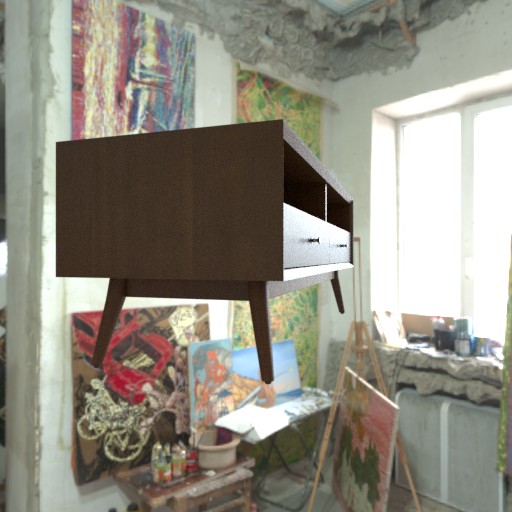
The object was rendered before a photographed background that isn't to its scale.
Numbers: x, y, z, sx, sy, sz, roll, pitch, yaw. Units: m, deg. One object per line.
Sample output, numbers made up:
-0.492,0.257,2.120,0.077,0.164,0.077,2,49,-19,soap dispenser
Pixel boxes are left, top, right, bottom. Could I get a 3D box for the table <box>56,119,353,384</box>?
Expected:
0.000,0.000,1.358,0.490,0.464,1.119,0,0,18,table
